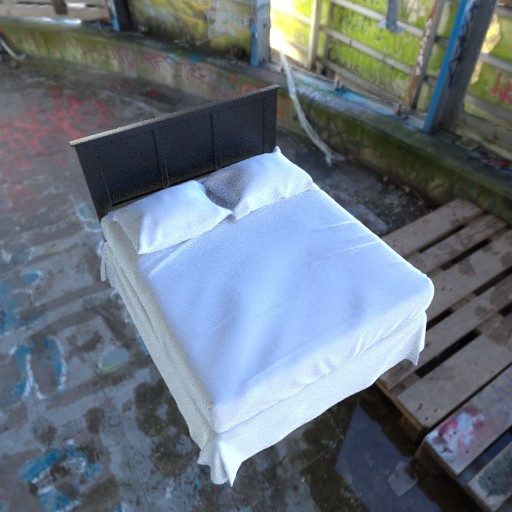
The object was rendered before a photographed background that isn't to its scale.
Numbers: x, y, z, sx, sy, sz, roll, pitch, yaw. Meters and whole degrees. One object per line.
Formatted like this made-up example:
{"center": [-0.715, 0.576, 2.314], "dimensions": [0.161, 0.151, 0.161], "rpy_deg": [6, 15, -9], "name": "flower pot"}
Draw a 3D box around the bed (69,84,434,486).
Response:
{"center": [0.000, 0.000, 3.068], "dimensions": [1.870, 1.270, 2.050], "rpy_deg": [-24, 50, -22], "name": "bed"}
